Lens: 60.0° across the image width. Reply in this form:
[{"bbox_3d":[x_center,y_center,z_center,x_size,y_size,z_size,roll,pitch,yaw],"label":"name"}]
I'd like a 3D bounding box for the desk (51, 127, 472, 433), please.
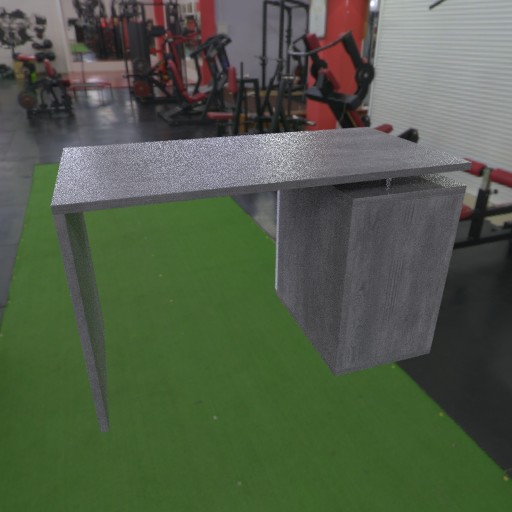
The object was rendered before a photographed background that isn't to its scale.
[{"bbox_3d":[0.000,0.000,1.612,1.200,0.740,0.600,-9,28,-17],"label":"desk"}]
